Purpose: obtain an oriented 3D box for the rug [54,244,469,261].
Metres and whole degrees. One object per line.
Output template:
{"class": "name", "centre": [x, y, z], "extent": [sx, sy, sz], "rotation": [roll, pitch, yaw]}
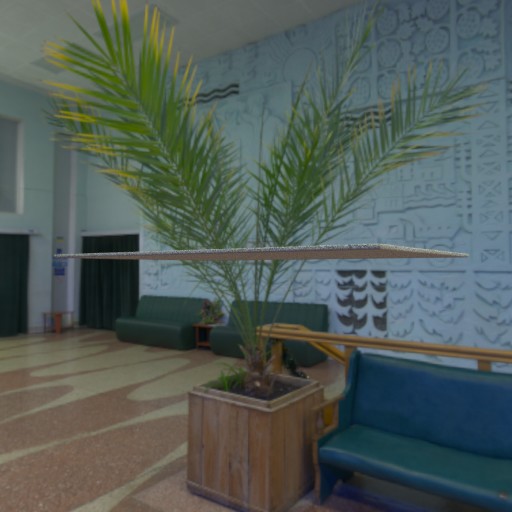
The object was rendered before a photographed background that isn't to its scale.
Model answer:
{"class": "rug", "centre": [0.000, 0.000, 3.459], "extent": [2.699, 0.025, 1.800], "rotation": [-1, -2, 37]}
